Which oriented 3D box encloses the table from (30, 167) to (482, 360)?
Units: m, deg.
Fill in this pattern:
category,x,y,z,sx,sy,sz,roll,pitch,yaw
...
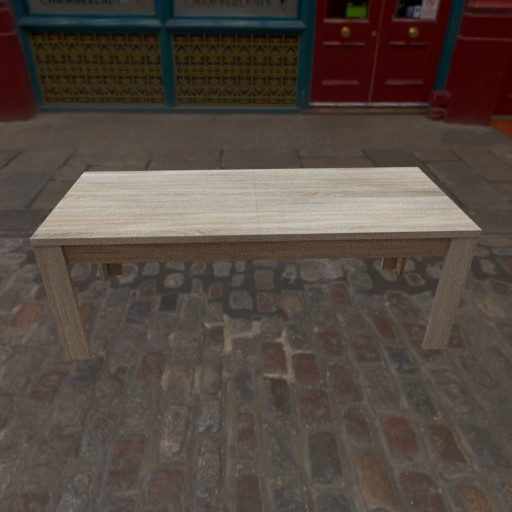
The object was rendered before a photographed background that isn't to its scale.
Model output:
category,x,y,z,sx,sy,sz,roll,pitch,yaw
table,0.000,0.000,2.742,2.200,0.790,0.900,-1,31,-2
